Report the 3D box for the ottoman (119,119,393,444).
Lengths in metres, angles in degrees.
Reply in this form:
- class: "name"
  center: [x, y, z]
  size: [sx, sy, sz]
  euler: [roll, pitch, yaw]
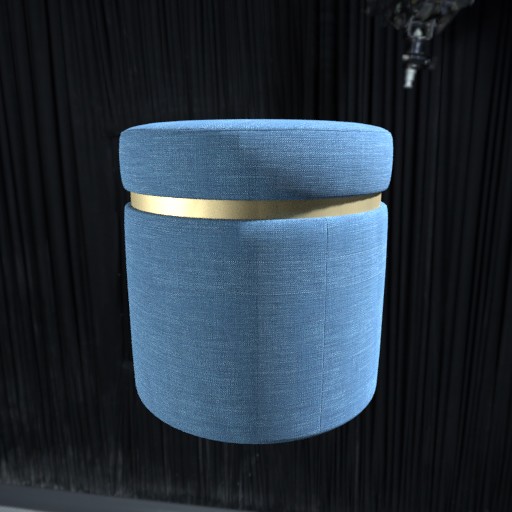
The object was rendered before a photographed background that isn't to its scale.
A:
- class: "ottoman"
  center: [0.000, 0.000, 0.707]
  size: [0.398, 0.406, 0.398]
  euler: [0, 14, 0]
